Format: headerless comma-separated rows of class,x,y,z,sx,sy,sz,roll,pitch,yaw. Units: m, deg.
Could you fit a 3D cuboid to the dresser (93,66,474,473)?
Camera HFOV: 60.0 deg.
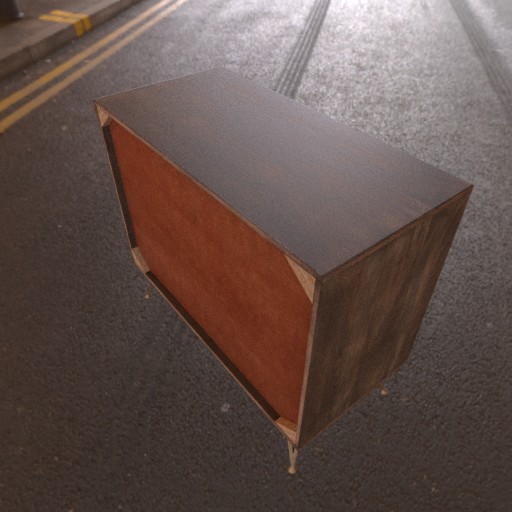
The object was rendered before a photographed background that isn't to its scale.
dresser,0.000,0.000,1.363,0.453,0.801,0.923,-28,49,-28
